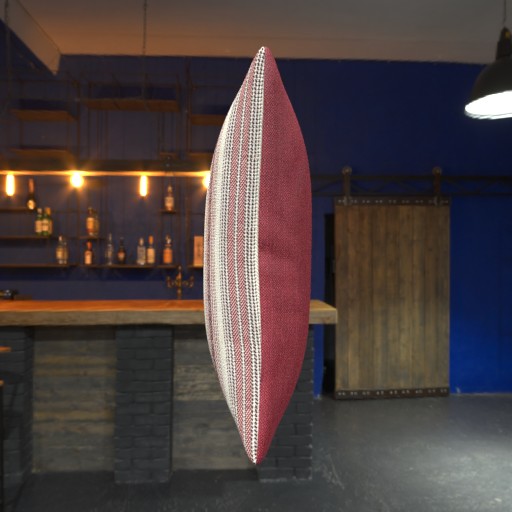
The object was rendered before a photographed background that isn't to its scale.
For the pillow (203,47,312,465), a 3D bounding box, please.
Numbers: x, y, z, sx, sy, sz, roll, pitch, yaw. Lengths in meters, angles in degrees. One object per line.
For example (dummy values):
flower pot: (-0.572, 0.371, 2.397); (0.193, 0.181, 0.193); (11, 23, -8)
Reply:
pillow: (0.000, 0.000, 0.777); (0.166, 0.497, 0.513); (0, 0, -1)
